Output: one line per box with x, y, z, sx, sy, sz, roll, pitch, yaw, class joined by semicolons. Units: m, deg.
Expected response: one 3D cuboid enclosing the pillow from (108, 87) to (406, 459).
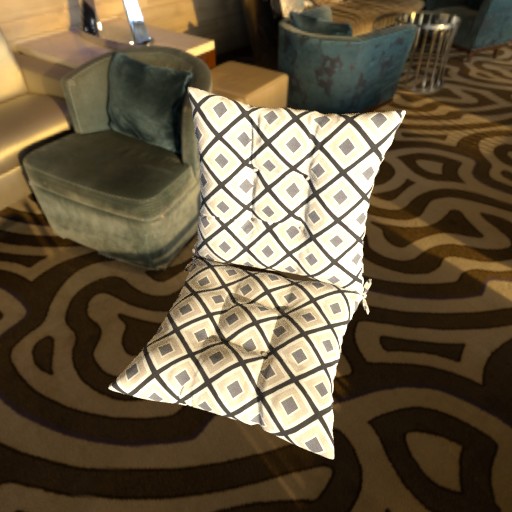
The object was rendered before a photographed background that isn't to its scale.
0.000;0.000;0.987;0.541;0.536;0.585;12;42;14;pillow
